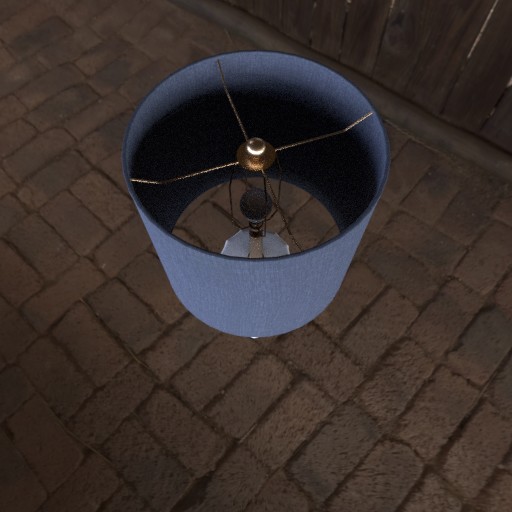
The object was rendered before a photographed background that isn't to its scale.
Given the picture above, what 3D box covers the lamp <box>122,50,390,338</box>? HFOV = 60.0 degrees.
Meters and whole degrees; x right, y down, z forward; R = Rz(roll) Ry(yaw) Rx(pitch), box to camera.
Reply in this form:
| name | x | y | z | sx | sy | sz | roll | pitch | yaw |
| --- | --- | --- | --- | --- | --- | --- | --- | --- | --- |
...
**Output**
| name | x | y | z | sx | sy | sz | roll | pitch | yaw |
| --- | --- | --- | --- | --- | --- | --- | --- | --- | --- |
| lamp | 0.000 | 0.000 | 0.700 | 0.277 | 0.537 | 0.277 | 17 | 65 | 8 |
